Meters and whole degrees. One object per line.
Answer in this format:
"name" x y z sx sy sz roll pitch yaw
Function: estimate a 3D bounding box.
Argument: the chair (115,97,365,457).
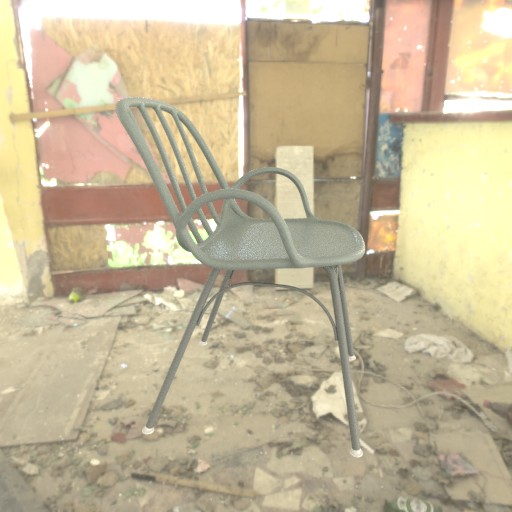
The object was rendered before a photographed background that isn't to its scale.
"chair" 0.000 0.000 1.205 0.597 0.816 0.549 3 16 10
